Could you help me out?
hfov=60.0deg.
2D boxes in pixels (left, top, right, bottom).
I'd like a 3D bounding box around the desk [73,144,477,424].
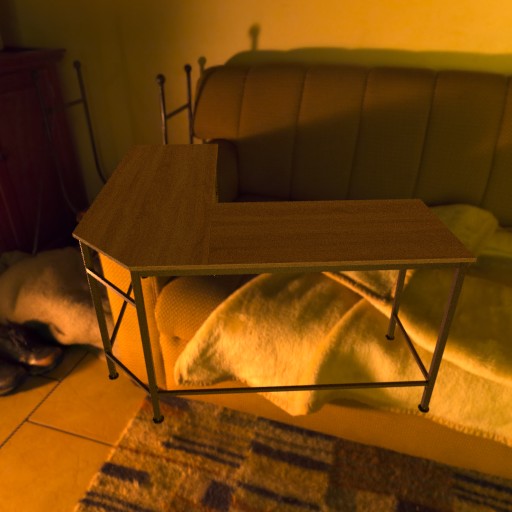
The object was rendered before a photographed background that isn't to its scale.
[{"bbox_3d":[0.000,0.000,2.204,1.379,0.739,1.379,-1,30,-3],"label":"desk"}]
